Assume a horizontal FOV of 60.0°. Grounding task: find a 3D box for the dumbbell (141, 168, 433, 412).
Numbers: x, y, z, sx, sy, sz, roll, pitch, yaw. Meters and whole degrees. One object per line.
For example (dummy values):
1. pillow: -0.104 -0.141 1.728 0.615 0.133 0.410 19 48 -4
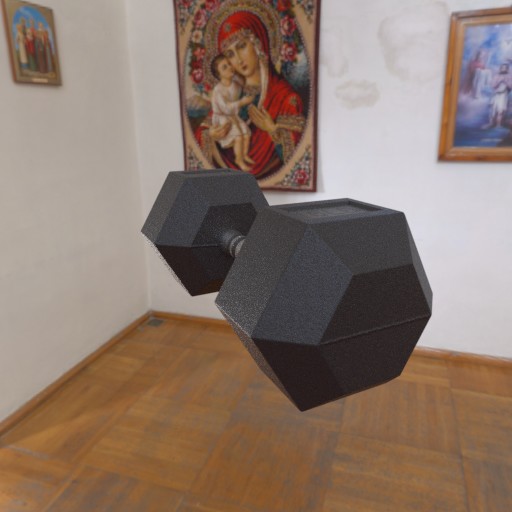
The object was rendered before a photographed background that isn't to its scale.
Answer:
1. dumbbell: 0.000 0.000 0.337 0.122 0.106 0.271 -9 20 -26
